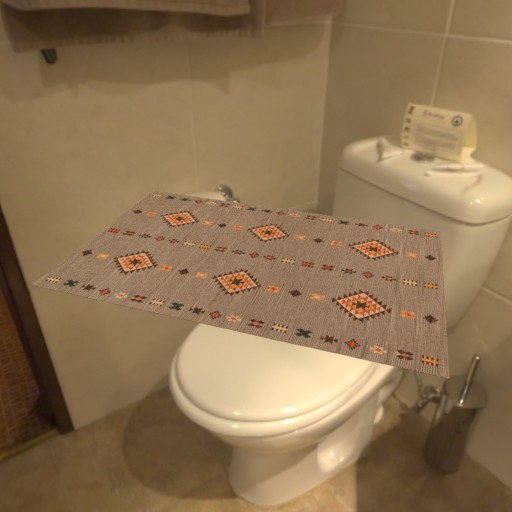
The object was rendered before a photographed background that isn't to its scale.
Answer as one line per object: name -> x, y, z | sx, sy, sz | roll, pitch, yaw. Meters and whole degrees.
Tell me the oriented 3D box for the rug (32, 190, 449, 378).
rug -> 0.000, 0.000, 3.036 | 2.427, 0.007, 1.515 | 10, 33, 15
